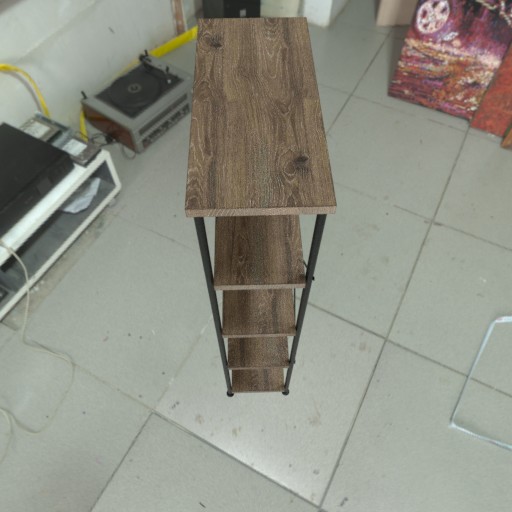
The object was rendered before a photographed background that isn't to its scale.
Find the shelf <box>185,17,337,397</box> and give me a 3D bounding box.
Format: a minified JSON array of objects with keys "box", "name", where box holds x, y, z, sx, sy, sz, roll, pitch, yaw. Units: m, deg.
[{"box":[0.000,0.000,1.978,0.360,1.700,0.800,-1,58,-1],"name":"shelf"}]
